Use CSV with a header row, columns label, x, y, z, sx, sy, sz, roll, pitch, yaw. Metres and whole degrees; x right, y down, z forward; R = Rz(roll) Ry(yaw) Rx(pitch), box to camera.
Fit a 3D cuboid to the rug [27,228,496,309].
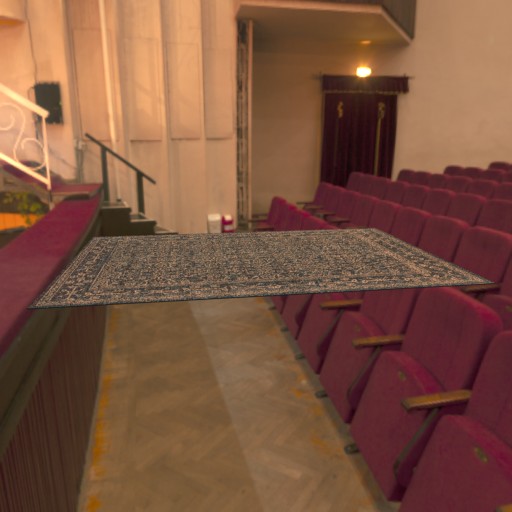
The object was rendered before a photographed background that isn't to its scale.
label,x,y,z,sx,sy,sz,roll,pitch,yaw
rug,0.000,0.000,2.265,1.819,0.005,1.200,-2,15,-9
